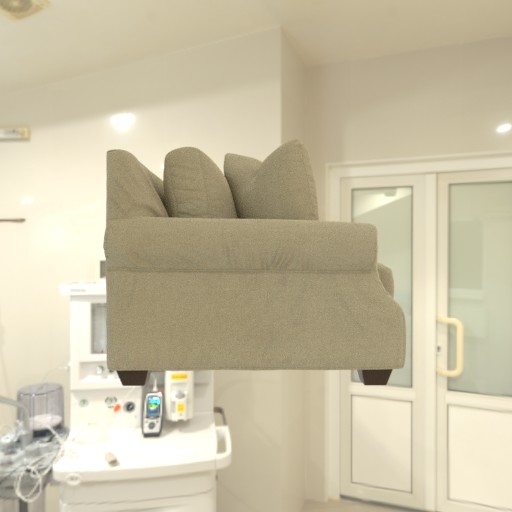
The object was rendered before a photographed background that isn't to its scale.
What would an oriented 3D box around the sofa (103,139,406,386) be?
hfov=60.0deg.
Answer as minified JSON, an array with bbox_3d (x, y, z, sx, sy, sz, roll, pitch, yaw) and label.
[{"bbox_3d":[0.000,0.000,2.233,1.070,0.905,1.550,0,0,0],"label":"sofa"}]
